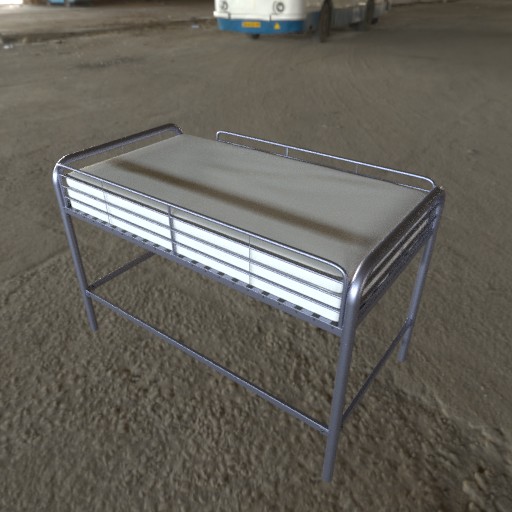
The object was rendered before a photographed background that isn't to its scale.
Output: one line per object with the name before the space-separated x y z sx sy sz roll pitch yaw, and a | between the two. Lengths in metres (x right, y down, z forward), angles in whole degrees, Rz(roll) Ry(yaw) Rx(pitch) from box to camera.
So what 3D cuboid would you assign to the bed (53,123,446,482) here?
bed | 0.000 0.000 2.878 1.965 1.288 1.415 21 38 30
